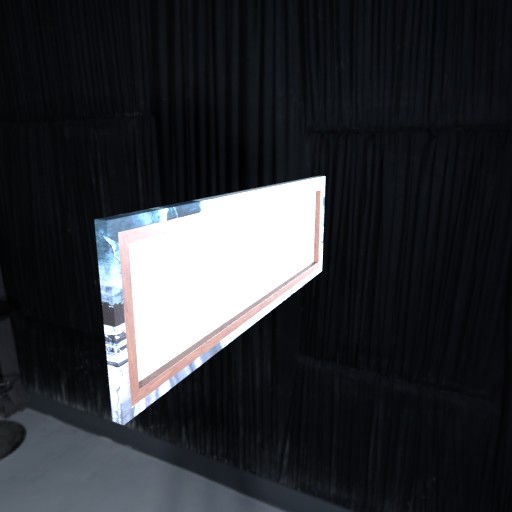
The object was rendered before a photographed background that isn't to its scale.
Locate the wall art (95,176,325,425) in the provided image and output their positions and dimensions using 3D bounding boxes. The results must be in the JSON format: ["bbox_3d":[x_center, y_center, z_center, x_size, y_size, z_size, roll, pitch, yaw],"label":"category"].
[{"bbox_3d":[0.000,0.000,1.693,0.037,0.509,1.524,7,16,26],"label":"wall art"}]
